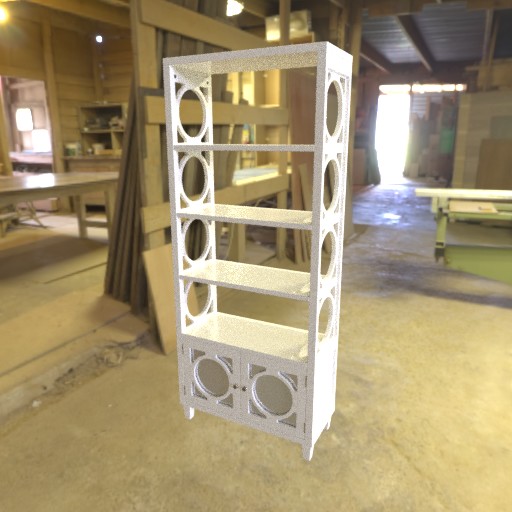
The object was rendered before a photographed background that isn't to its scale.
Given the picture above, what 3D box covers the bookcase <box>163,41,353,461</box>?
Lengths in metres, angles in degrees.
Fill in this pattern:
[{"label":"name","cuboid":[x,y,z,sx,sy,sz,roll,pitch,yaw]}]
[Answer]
[{"label":"bookcase","cuboid":[0.000,0.000,2.154,0.761,1.869,0.361,8,17,27]}]
